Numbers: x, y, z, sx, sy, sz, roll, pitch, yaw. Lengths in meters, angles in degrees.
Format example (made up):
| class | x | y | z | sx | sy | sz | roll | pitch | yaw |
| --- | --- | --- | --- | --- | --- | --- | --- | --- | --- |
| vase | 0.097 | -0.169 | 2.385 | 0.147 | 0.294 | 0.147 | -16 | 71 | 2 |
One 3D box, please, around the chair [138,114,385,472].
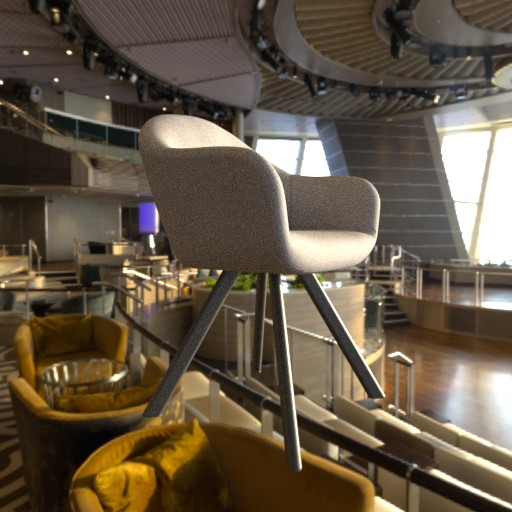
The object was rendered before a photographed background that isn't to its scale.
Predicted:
| class | x | y | z | sx | sy | sz | roll | pitch | yaw |
| --- | --- | --- | --- | --- | --- | --- | --- | --- | --- |
| chair | 0.000 | 0.000 | 1.187 | 0.550 | 0.795 | 0.590 | 2 | 3 | 36 |
